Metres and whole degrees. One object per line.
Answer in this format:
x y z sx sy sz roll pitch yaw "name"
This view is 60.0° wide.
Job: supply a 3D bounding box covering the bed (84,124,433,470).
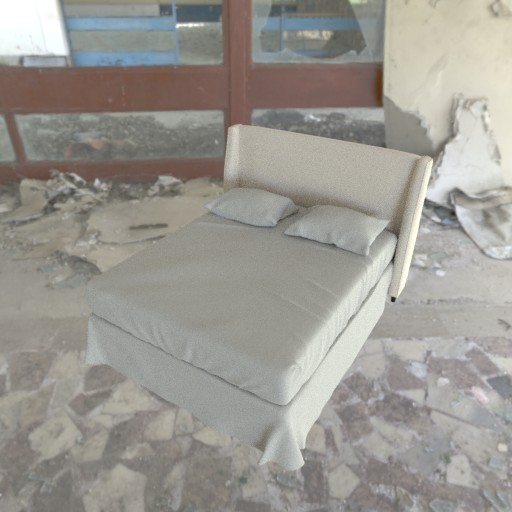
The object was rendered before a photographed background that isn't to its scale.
0.000 0.000 3.462 1.925 1.332 2.276 18 36 27 "bed"
